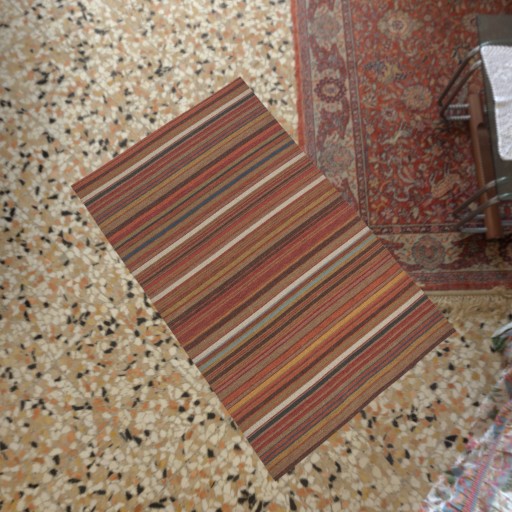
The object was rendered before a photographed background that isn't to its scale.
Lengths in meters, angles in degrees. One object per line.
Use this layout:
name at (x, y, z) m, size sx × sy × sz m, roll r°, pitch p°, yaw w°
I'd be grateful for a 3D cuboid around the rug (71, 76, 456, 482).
rug at (0.000, 0.000, 3.071) m, size 1.523 × 0.008 × 2.438 m, roll -36°, pitch 79°, yaw -8°
